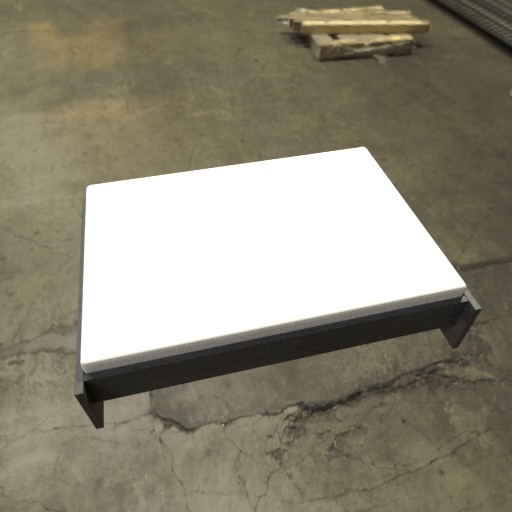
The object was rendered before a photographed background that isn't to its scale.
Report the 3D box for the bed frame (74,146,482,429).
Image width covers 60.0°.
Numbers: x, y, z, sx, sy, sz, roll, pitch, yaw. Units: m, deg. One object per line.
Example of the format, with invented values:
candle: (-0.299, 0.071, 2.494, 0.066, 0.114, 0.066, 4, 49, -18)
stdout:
bed frame: (0.000, 0.000, 2.645, 1.950, 0.432, 1.490, -10, 47, -9)
